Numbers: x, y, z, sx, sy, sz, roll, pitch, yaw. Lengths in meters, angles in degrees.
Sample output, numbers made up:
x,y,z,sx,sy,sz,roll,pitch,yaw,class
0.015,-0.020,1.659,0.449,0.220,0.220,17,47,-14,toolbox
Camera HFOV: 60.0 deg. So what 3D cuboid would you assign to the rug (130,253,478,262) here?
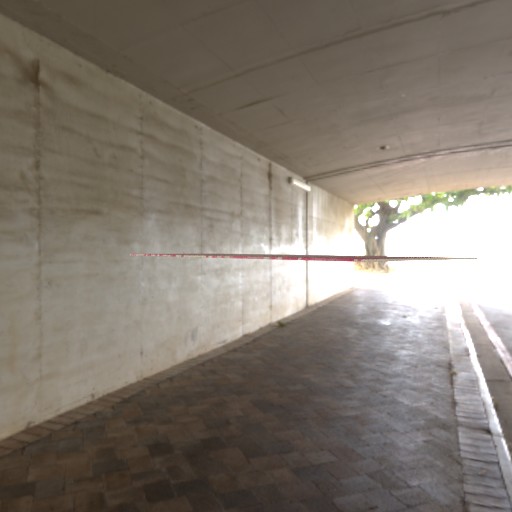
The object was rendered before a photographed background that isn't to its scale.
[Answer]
x,y,z,sx,sy,sz,roll,pitch,yaw,class
0.000,0.000,2.784,0.787,0.011,2.458,-1,1,-35,rug
